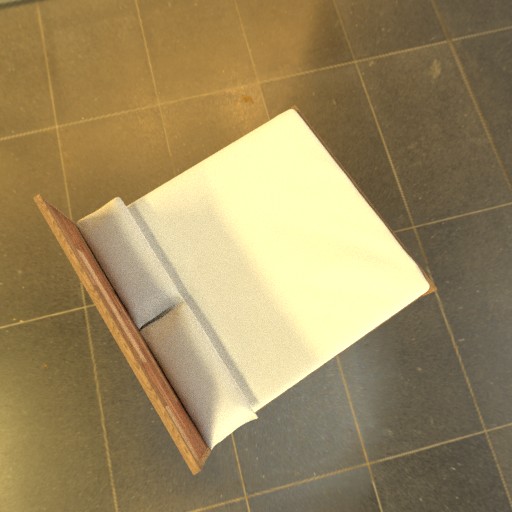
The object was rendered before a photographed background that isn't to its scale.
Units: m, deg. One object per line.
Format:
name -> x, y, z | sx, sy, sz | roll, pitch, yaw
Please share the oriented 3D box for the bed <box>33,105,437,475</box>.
bed -> 0.000, 0.000, 3.486 | 2.184, 1.295, 2.013 | -33, 78, -8
